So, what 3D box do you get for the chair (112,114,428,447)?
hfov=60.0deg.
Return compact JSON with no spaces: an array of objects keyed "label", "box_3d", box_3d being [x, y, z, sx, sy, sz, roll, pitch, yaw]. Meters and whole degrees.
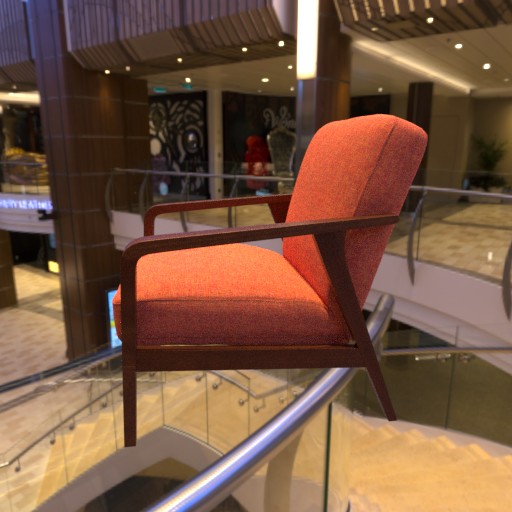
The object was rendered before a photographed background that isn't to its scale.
[{"label":"chair","box_3d":[0.000,0.000,1.485,0.860,0.890,0.719,-2,14,-9]}]
